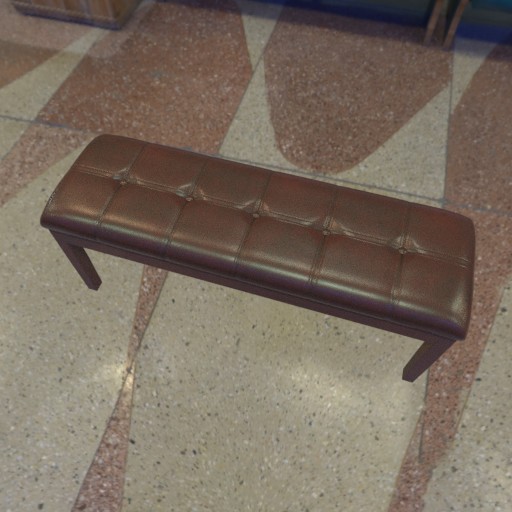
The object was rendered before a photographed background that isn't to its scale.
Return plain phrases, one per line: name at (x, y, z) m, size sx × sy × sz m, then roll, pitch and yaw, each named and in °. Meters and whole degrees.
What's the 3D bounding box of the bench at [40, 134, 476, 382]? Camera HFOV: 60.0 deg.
bench at (0.000, 0.000, 1.488) m, size 1.259 × 0.491 × 0.401 m, roll 15°, pitch 59°, yaw 9°
